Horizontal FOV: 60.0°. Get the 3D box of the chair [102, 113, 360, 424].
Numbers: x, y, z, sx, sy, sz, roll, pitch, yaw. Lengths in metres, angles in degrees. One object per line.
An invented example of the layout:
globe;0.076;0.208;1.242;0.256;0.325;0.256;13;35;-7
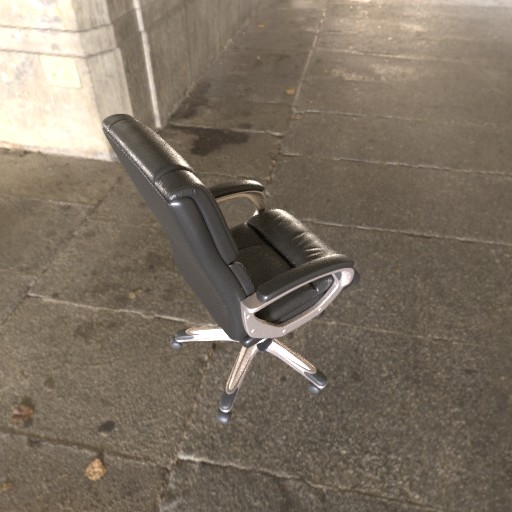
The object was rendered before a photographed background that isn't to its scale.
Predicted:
chair;0.000;0.000;1.651;0.780;1.145;0.700;-24;47;-24
